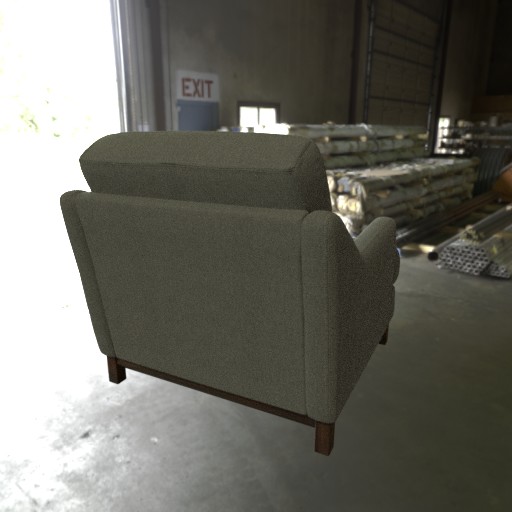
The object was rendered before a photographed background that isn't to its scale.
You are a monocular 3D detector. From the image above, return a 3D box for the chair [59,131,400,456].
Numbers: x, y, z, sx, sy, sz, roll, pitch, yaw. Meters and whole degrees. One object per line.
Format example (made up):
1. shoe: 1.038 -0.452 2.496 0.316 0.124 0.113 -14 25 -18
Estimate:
1. chair: 0.000 0.000 1.505 0.826 0.821 0.892 8 18 26
